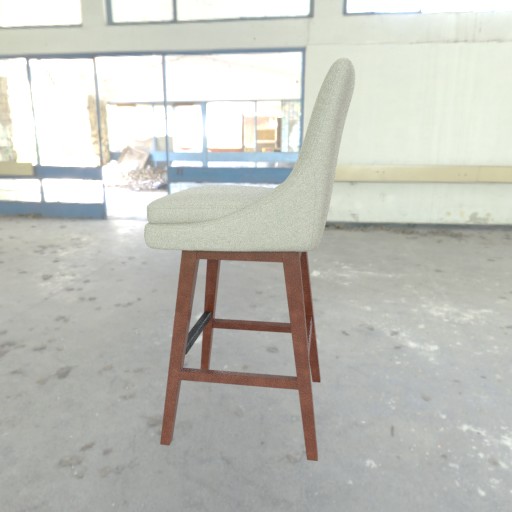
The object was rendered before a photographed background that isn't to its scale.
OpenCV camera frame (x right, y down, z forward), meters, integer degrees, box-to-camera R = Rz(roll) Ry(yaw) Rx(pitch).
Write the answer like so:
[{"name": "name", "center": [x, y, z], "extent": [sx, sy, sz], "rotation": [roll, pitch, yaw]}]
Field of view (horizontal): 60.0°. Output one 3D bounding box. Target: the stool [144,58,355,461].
[{"name": "stool", "center": [0.000, 0.000, 1.406], "extent": [0.559, 1.092, 0.470], "rotation": [2, 14, 9]}]
